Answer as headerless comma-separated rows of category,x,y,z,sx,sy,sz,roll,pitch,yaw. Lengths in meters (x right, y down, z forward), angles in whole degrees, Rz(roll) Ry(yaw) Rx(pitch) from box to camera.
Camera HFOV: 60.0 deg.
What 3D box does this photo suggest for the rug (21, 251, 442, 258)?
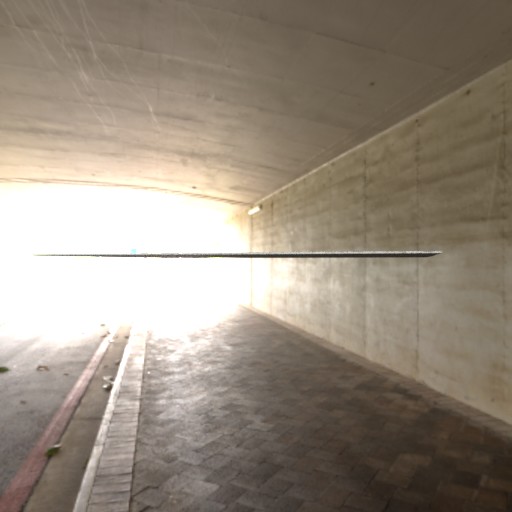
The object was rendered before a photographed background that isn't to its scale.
rug,0.000,0.000,4.109,3.061,0.014,2.447,0,-1,19
